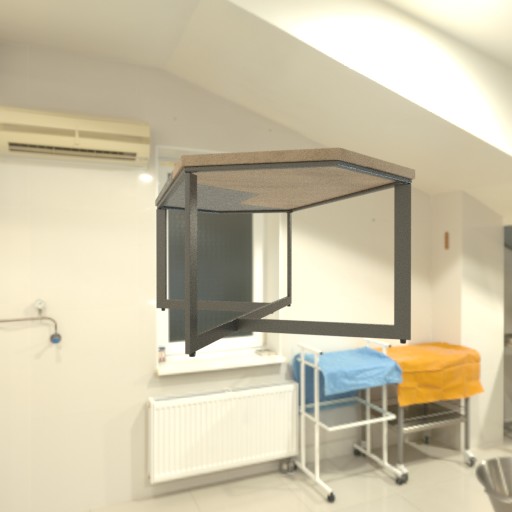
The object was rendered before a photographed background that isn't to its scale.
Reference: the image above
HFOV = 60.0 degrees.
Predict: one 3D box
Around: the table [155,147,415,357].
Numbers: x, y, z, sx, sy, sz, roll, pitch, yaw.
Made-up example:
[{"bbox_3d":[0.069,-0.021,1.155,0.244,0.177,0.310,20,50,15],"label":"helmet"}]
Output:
[{"bbox_3d":[0.000,0.000,1.501,0.609,0.457,1.219,0,0,-16],"label":"table"}]
